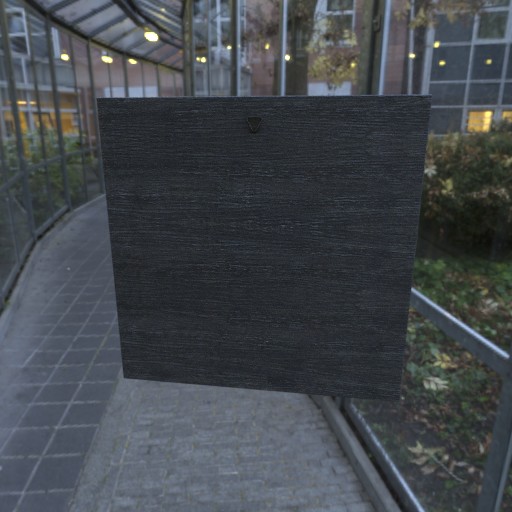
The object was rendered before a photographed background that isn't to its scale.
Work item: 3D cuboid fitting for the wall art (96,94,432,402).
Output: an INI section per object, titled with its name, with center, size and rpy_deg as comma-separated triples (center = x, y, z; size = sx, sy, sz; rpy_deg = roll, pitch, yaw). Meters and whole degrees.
[wall art]
center = 0.000, 0.000, 0.677
size = 0.462, 0.459, 0.027
rpy_deg = 2, 17, 8
